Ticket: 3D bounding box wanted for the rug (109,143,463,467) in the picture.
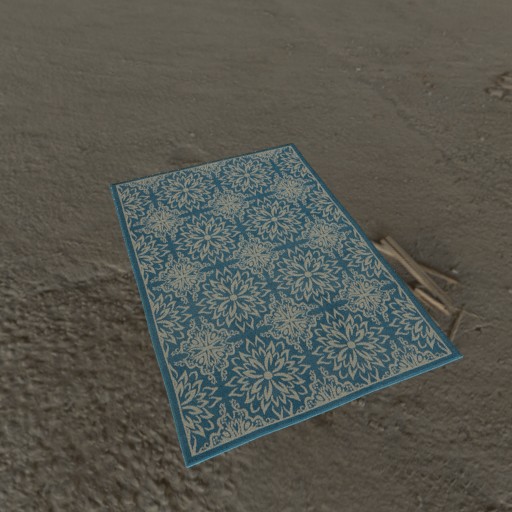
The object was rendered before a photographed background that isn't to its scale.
[{"bbox_3d":[0.000,0.000,2.907,1.554,0.012,2.205,-16,50,-14],"label":"rug"}]
